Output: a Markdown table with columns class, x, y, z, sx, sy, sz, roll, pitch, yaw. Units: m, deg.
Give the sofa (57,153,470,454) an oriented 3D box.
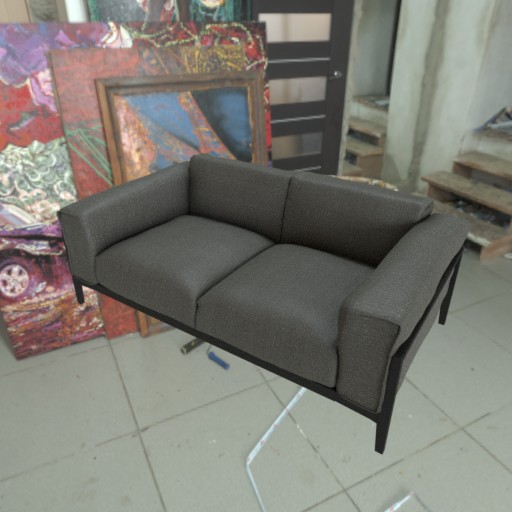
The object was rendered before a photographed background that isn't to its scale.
| class | x | y | z | sx | sy | sz | roll | pitch | yaw |
| --- | --- | --- | --- | --- | --- | --- | --- | --- | --- |
| sofa | 0.000 | 0.000 | 2.136 | 1.690 | 0.656 | 0.960 | 18 | 33 | 29 |
